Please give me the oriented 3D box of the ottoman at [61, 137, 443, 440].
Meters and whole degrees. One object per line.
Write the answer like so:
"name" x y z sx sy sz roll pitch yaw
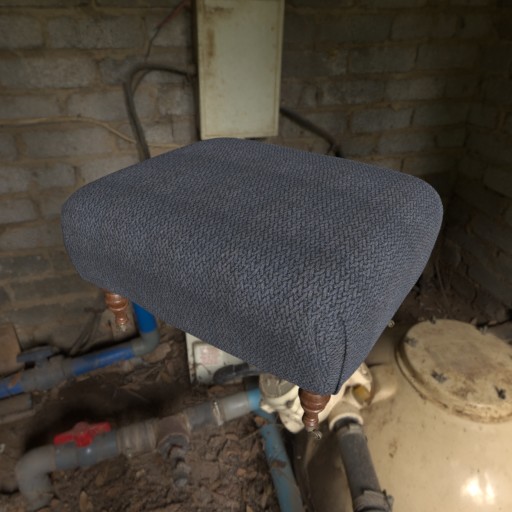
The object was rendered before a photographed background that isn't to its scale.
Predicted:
"ottoman" 0.000 0.000 1.112 0.747 0.450 0.622 19 36 29
